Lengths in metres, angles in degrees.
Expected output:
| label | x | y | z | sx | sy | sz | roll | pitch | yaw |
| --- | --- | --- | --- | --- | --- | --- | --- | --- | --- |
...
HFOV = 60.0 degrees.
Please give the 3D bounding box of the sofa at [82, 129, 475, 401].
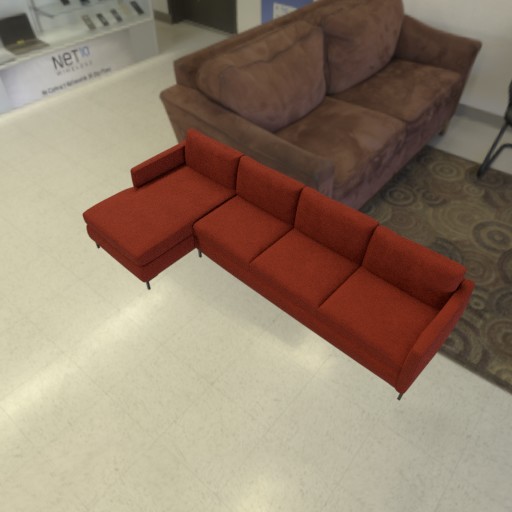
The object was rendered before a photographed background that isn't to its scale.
| label | x | y | z | sx | sy | sz | roll | pitch | yaw |
| --- | --- | --- | --- | --- | --- | --- | --- | --- | --- |
| sofa | 0.000 | 0.000 | 2.956 | 2.467 | 0.663 | 1.136 | 33 | 54 | 28 |
